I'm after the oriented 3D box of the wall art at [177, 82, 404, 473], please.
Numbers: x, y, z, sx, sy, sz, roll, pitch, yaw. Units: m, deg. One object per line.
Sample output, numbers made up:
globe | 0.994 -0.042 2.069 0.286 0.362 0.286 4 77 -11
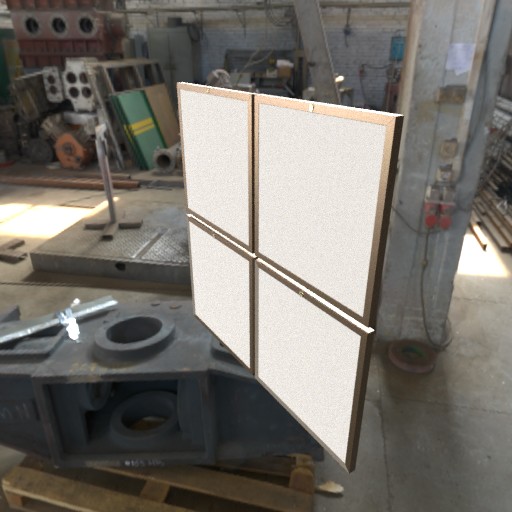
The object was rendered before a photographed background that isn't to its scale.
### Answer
wall art | 0.000 0.000 1.496 0.030 1.032 1.032 -16 30 -30
